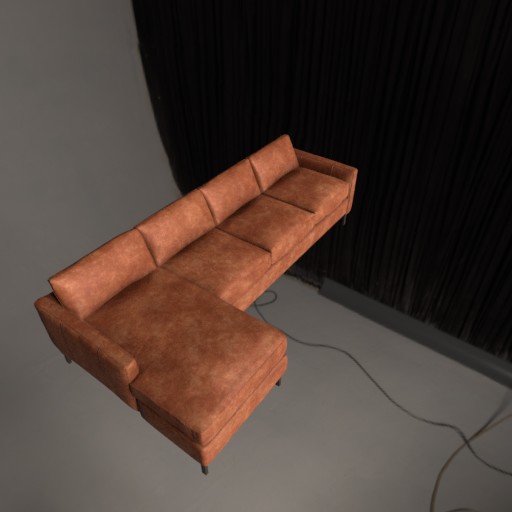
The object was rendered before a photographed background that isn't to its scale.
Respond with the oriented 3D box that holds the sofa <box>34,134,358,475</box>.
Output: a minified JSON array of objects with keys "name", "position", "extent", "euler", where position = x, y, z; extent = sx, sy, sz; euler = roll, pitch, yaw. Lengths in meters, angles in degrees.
[{"name":"sofa","position":[0.000,0.000,3.646],"extent":[1.471,0.859,2.993],"euler":[25,45,27]}]
